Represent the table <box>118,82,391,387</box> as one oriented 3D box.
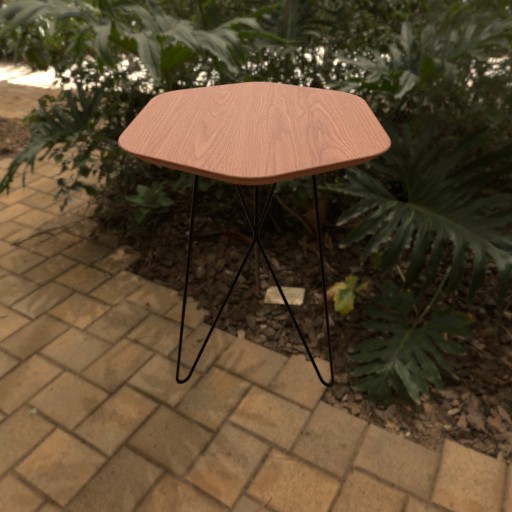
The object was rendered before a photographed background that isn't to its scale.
[{"bbox_3d":[0.000,0.000,0.895,0.400,0.562,0.500,1,34,1],"label":"table"}]
